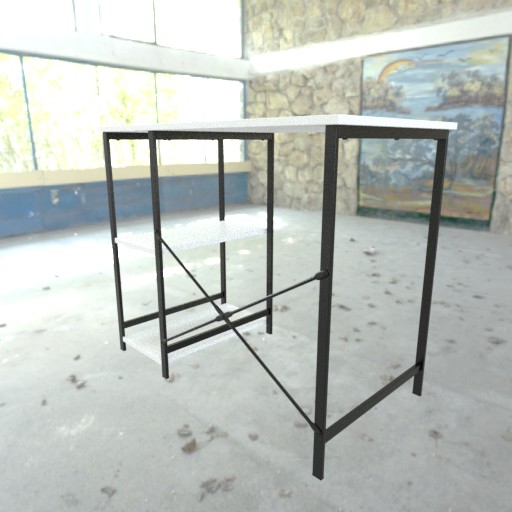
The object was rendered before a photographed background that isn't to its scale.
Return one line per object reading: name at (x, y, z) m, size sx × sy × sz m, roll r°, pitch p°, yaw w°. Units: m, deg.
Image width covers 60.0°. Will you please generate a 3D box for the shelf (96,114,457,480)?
shelf at (0.000, 0.000, 1.321) m, size 0.498 × 0.750 × 0.902 m, roll -14°, pitch 20°, yaw -43°
